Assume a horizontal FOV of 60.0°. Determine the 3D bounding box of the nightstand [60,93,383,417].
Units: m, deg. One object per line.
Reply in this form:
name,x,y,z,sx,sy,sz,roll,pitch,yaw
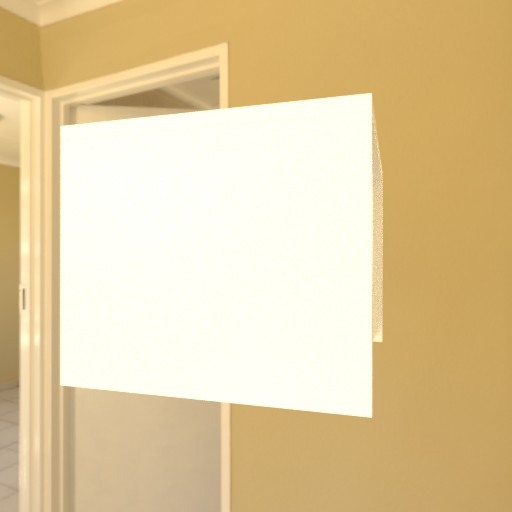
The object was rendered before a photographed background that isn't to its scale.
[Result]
nightstand,0.000,0.000,0.763,0.408,0.351,0.470,0,0,17
